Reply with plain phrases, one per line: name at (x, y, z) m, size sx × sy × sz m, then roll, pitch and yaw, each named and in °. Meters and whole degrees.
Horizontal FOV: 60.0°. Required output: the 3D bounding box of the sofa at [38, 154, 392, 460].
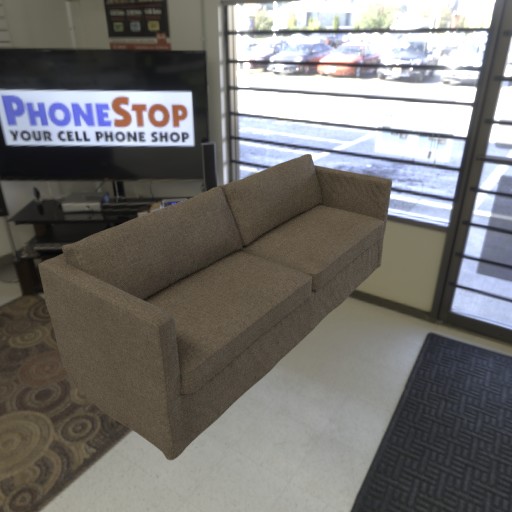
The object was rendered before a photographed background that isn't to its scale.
sofa at (0.000, 0.000, 3.335) m, size 1.036 × 0.998 × 2.779 m, roll 19°, pitch 32°, yaw 32°
